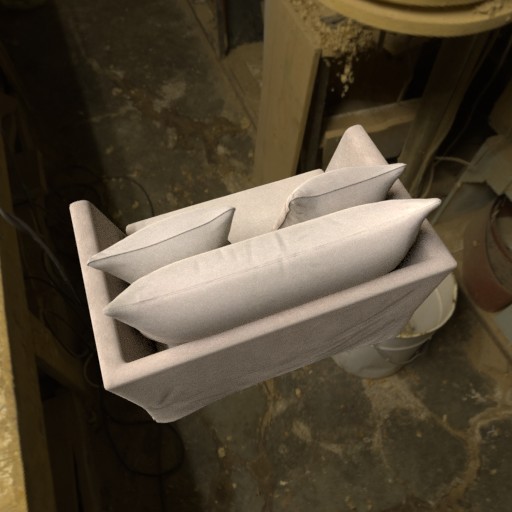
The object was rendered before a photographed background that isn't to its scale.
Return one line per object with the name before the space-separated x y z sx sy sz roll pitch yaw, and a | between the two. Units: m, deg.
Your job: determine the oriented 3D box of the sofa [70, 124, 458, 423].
sofa | 0.000 0.000 2.269 1.608 1.040 1.035 -18 61 -10
